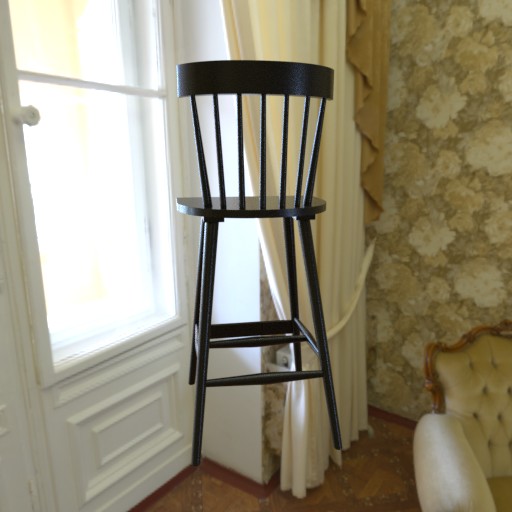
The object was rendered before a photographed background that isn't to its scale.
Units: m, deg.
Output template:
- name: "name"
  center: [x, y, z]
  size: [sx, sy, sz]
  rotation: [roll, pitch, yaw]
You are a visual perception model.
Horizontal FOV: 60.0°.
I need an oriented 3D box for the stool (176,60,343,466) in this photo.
- name: "stool"
  center: [0.000, 0.000, 1.390]
  size: [0.482, 1.092, 0.483]
  rotation: [-2, 14, -9]
